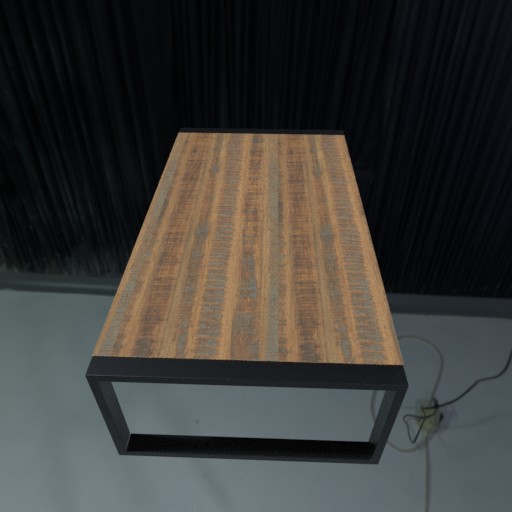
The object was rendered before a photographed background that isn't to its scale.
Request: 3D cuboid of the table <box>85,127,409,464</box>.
[{"bbox_3d":[0.000,0.000,1.666,0.750,0.400,1.350,1,40,2],"label":"table"}]
